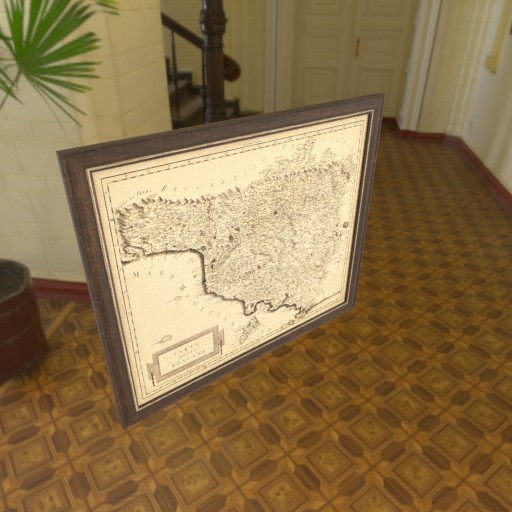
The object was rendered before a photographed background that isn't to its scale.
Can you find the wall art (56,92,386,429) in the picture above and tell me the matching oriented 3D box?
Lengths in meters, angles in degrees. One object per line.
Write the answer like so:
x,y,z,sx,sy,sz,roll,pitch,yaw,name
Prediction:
0.000,0.000,1.415,1.033,0.875,0.023,-21,37,-31,wall art
